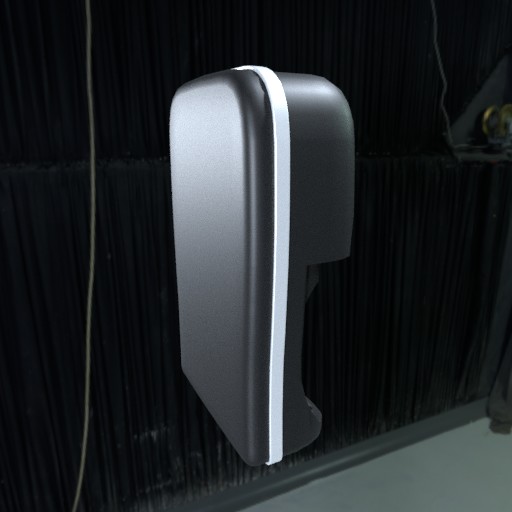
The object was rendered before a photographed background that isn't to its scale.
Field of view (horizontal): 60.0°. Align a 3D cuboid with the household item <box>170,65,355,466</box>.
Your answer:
[{"bbox_3d":[0.000,0.000,0.150,0.038,0.114,0.070,-8,17,-26],"label":"household item"}]
